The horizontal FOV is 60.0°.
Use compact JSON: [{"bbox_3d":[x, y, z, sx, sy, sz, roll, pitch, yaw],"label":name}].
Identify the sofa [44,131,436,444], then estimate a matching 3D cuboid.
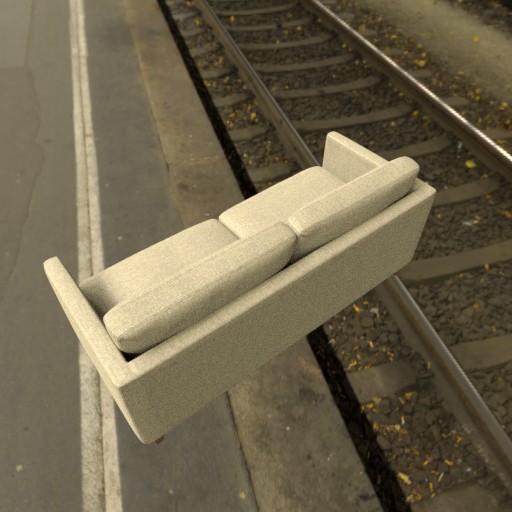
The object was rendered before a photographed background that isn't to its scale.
[{"bbox_3d":[0.000,0.000,2.764,2.208,0.960,0.956,-29,53,-25],"label":"sofa"}]
